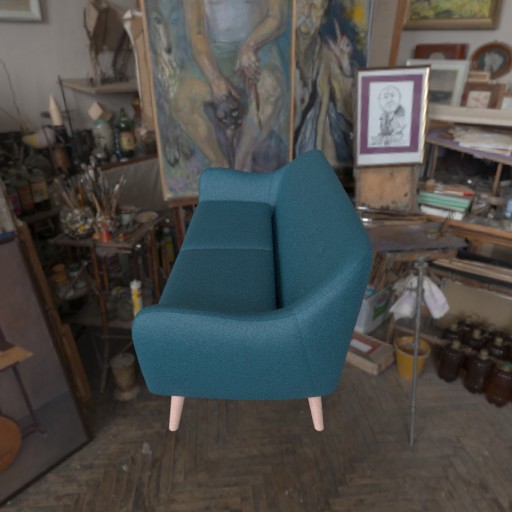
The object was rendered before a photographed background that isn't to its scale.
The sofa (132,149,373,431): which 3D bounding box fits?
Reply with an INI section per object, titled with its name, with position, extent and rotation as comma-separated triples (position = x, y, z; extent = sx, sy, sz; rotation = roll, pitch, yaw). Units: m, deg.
[sofa]
position = 0.000, 0.000, 2.308
extent = 0.820, 0.836, 1.840
rotation = 0, 26, 1
